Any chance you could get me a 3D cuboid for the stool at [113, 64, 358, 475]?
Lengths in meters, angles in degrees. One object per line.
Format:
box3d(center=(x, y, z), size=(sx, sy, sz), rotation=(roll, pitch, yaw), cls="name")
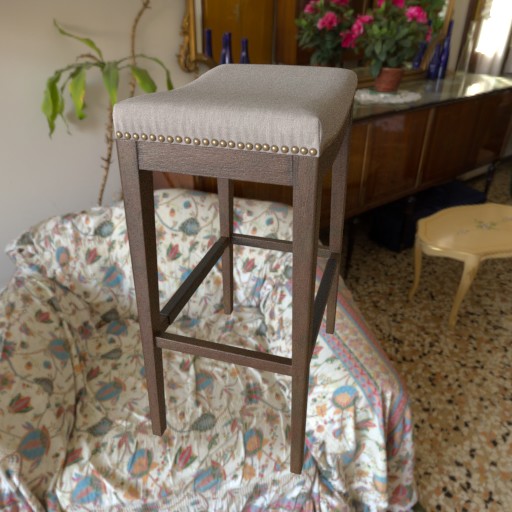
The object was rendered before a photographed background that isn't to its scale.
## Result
box3d(center=(0.000, 0.000, 1.019), size=(0.356, 0.762, 0.508), rotation=(9, 32, 14), cls="stool")
